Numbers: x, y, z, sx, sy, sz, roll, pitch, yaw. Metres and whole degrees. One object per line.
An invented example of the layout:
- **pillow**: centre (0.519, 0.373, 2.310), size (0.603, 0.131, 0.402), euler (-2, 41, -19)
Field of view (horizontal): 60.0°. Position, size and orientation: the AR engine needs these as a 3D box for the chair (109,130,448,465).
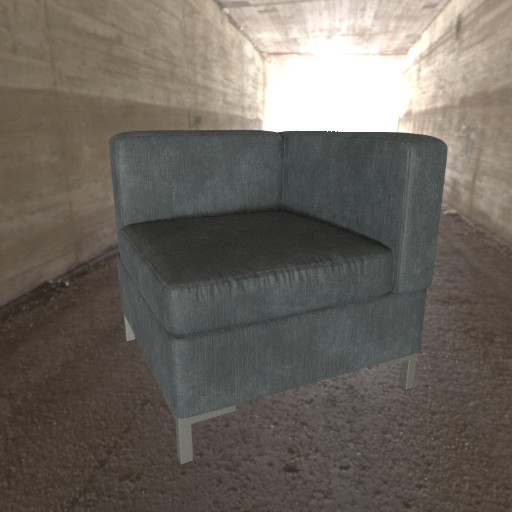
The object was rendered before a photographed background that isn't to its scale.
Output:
- **chair**: centre (0.000, 0.000, 1.218), size (0.680, 0.660, 0.680), euler (-8, 18, -25)
